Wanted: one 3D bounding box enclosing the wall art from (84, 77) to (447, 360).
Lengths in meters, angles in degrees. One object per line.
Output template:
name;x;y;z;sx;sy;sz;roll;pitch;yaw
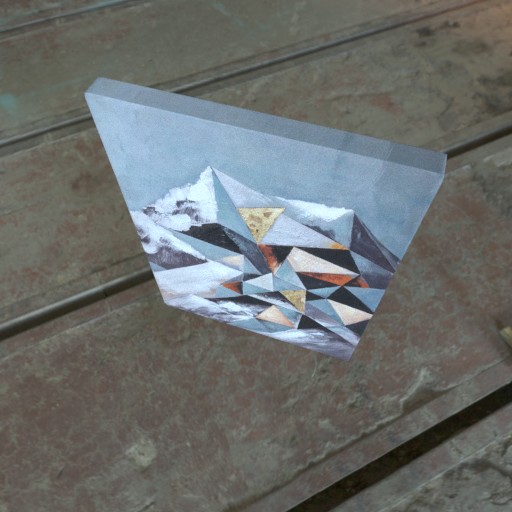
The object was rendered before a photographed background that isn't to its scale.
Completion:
wall art;0.000;0.000;0.796;0.455;0.613;0.037;16;59;10
